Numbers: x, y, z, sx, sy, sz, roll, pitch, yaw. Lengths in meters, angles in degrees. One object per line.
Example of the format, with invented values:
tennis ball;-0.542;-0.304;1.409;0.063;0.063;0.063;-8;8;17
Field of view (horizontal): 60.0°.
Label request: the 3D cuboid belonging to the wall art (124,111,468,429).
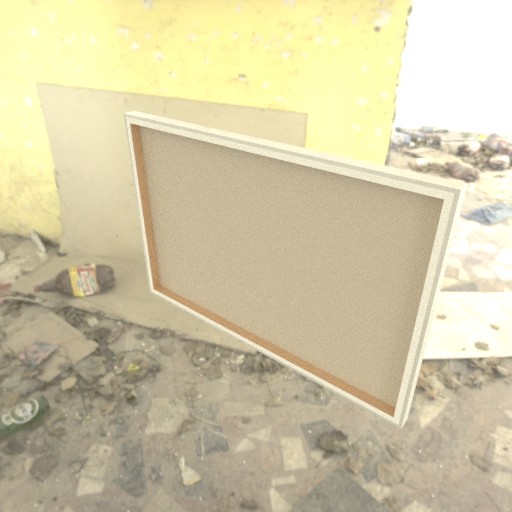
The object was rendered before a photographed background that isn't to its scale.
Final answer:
wall art;0.000;0.000;1.163;0.915;0.610;0.038;22;37;32
